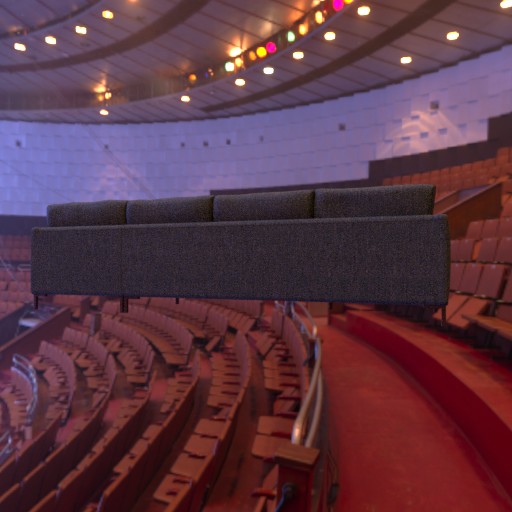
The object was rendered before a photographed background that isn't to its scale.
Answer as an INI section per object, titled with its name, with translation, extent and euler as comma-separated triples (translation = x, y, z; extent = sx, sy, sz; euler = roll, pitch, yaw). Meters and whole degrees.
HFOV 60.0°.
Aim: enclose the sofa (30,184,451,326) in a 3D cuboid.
[sofa]
translation = 0.000, 0.000, 3.529
extent = 2.737, 0.753, 1.879
euler = 0, -1, 19
